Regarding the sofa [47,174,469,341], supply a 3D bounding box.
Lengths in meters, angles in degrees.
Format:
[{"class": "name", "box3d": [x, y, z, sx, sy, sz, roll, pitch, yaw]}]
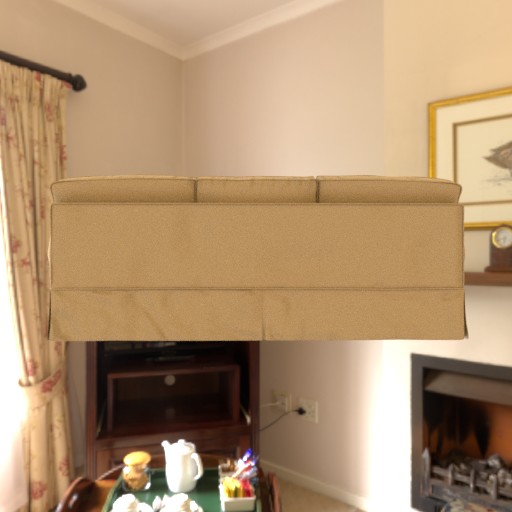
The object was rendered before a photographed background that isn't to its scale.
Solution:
[{"class": "sofa", "box3d": [0.000, 0.000, 3.378, 2.475, 0.978, 1.733, 0, 0, -1]}]
